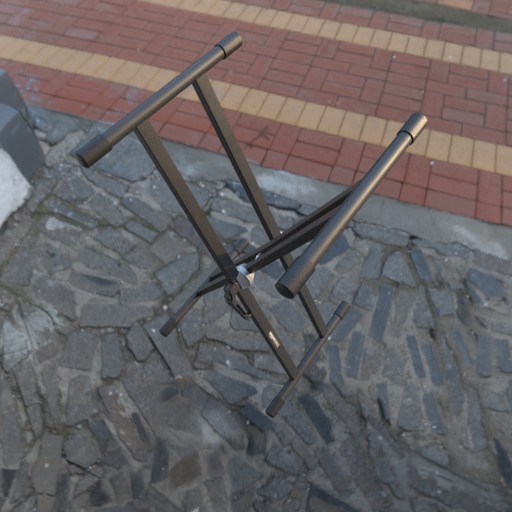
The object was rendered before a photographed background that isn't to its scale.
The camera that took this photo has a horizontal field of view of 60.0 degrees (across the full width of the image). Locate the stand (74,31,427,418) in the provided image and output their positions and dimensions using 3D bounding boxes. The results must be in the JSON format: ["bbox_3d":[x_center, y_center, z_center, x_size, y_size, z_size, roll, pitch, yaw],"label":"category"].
[{"bbox_3d":[0.000,0.000,1.234,0.503,0.900,0.495,32,64,18],"label":"stand"}]
